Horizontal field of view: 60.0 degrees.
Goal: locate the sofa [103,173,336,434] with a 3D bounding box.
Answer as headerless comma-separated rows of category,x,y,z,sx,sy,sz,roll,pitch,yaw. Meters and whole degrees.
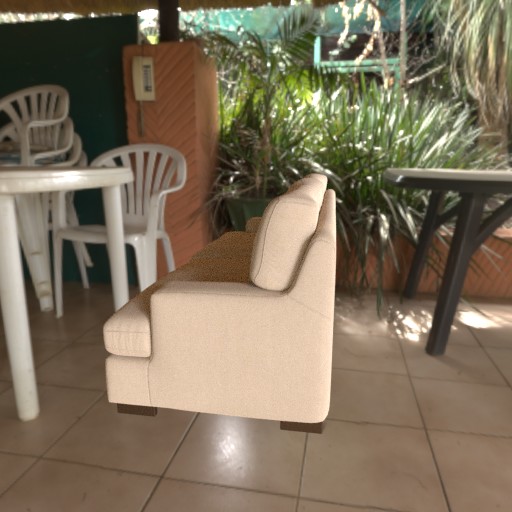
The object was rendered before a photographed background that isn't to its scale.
sofa,0.000,0.000,2.682,0.929,0.925,2.147,2,13,10
